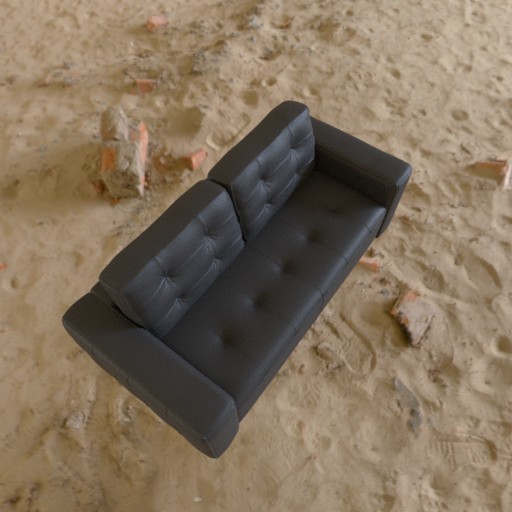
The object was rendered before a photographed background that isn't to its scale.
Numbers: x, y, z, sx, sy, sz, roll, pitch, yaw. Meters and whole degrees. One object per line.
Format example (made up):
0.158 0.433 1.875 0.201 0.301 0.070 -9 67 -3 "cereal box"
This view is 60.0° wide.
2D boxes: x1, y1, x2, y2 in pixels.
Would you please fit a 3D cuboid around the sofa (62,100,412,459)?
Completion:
0.000 0.000 2.250 0.833 0.893 1.726 32 64 18 "sofa"
